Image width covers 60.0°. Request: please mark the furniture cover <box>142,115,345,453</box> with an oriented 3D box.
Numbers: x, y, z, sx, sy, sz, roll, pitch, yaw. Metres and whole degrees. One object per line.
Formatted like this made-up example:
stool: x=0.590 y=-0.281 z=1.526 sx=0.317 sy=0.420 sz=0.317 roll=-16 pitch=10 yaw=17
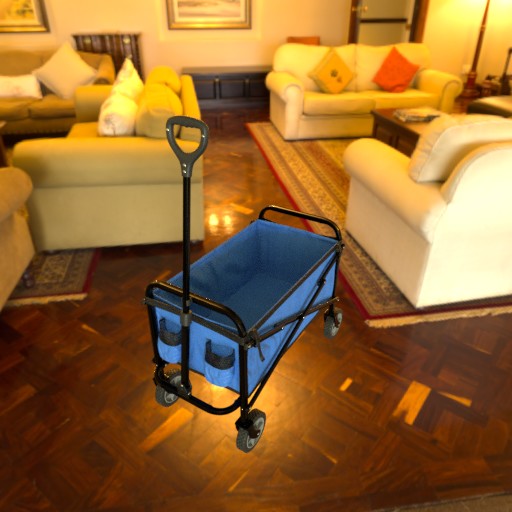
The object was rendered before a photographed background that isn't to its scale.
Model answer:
furniture cover: x=0.000 y=0.000 z=1.870 sx=0.532 sy=1.295 sz=1.038 roll=18 pitch=35 yaw=28
